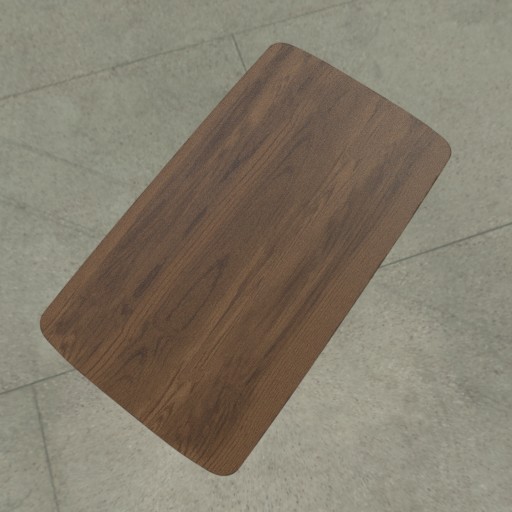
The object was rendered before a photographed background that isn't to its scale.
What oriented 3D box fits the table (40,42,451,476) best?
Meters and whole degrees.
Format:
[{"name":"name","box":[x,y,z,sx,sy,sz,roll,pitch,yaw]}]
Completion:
[{"name":"table","box":[0.000,0.000,2.137,0.949,0.765,1.643,35,78,9]}]
